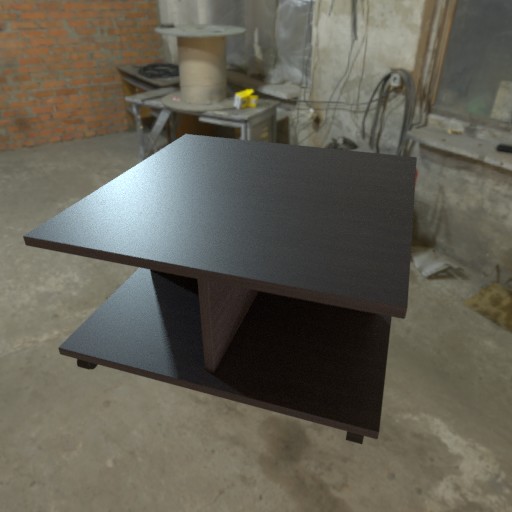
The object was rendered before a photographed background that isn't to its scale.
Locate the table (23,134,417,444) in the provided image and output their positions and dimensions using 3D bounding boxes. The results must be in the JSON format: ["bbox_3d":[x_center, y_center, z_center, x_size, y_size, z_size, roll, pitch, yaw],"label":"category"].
[{"bbox_3d":[0.000,0.000,1.223,0.762,0.396,0.762,10,33,15],"label":"table"}]
